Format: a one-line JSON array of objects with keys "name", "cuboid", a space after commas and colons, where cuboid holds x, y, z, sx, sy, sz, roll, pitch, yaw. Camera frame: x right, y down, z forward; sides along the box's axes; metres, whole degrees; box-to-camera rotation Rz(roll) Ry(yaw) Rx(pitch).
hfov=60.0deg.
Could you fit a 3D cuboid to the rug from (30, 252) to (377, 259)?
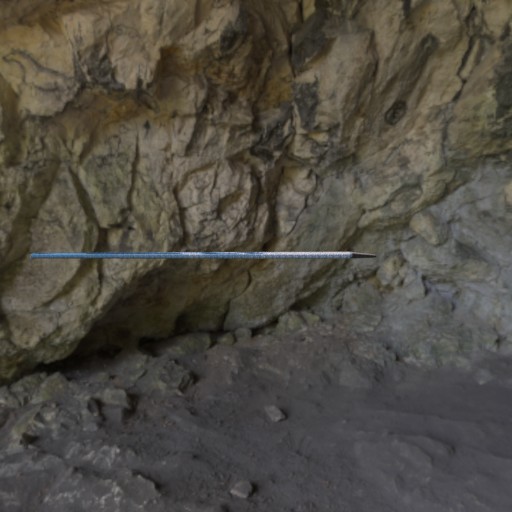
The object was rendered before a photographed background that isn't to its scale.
[{"name": "rug", "cuboid": [0.000, 0.000, 3.050, 1.540, 0.027, 2.450, 0, 0, 17]}]
